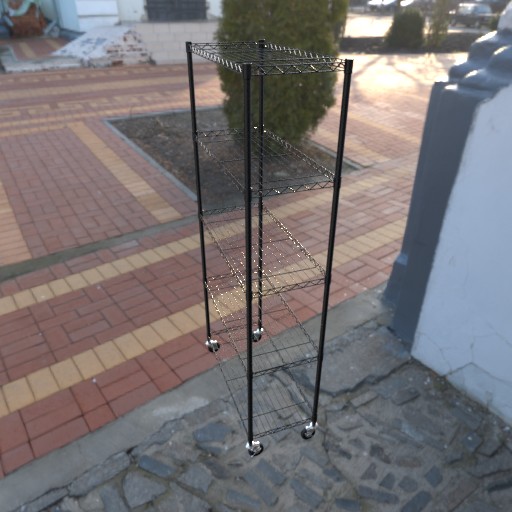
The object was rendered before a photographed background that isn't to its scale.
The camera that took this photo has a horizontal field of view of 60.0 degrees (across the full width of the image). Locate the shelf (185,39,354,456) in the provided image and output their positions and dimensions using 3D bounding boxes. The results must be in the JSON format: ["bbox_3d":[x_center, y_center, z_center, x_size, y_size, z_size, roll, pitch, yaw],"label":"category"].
[{"bbox_3d":[0.000,0.000,1.933,0.356,1.645,0.762,-10,32,-17],"label":"shelf"}]
